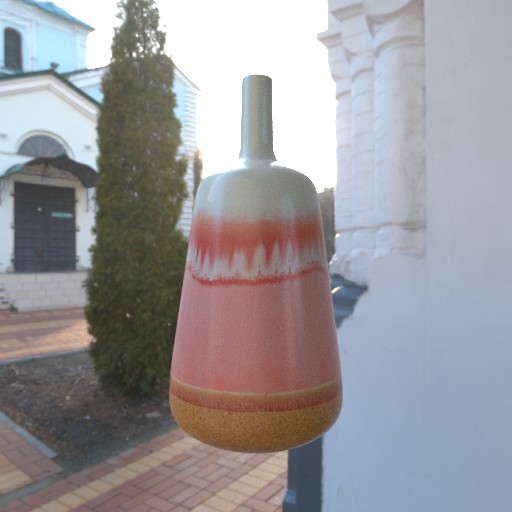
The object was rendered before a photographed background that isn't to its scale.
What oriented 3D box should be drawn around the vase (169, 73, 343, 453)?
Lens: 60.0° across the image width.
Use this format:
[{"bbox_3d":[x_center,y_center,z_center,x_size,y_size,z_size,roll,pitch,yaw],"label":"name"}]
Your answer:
[{"bbox_3d":[0.000,0.000,0.374,0.144,0.296,0.144,0,0,0],"label":"vase"}]
